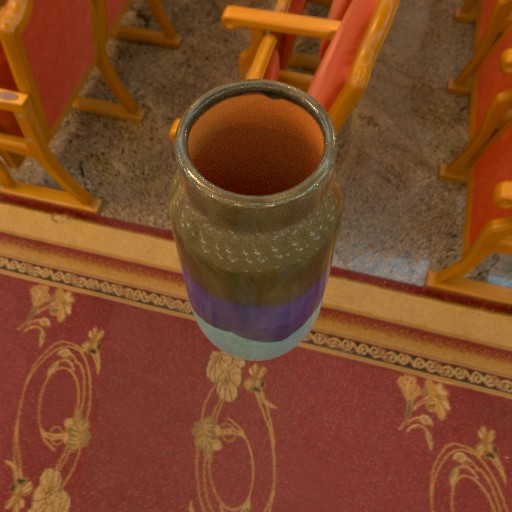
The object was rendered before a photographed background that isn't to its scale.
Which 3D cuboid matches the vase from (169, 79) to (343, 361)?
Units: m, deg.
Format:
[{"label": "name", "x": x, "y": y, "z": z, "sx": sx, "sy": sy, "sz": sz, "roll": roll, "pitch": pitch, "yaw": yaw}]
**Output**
[{"label": "vase", "x": 0.000, "y": 0.000, "z": 0.390, "sx": 0.139, "sy": 0.313, "sz": 0.139, "roll": 0, "pitch": 64, "yaw": 0}]
